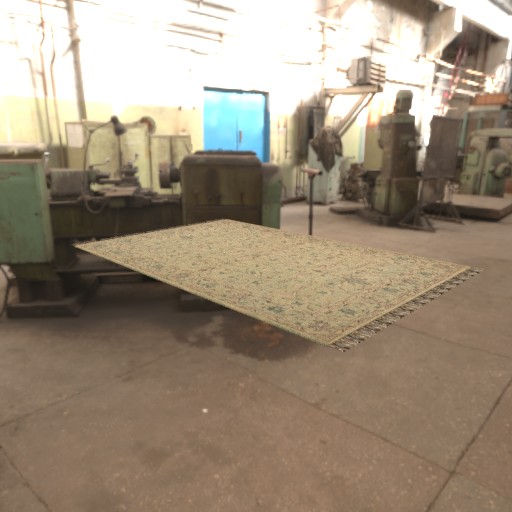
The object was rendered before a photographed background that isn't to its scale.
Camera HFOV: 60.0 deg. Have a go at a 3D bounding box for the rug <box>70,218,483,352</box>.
[{"bbox_3d":[0.000,0.000,3.022,2.435,0.010,1.544,15,21,43],"label":"rug"}]
